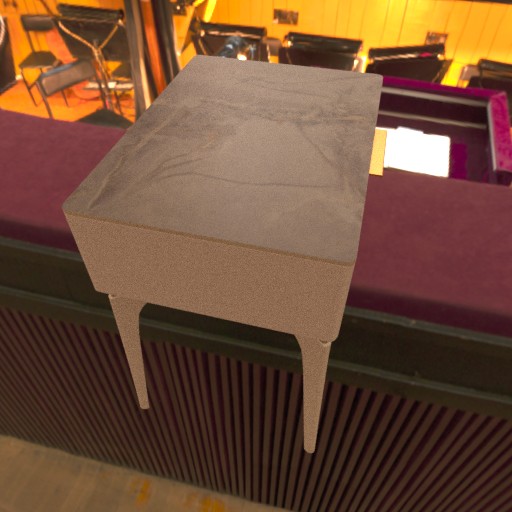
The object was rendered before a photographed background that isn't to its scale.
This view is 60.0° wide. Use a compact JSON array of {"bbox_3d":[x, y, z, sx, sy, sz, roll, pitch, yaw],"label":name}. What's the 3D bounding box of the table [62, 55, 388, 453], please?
[{"bbox_3d":[0.000,0.000,0.898,0.400,0.570,0.500,11,47,10],"label":"table"}]
